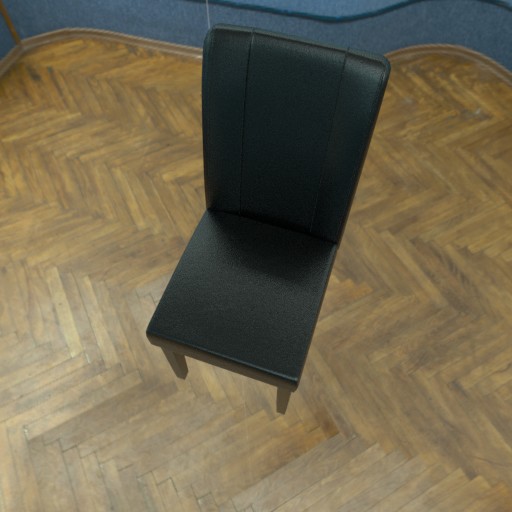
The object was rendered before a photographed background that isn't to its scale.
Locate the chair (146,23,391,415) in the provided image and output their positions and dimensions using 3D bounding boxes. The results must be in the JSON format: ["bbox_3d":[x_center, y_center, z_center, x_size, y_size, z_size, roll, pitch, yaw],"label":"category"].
[{"bbox_3d":[0.000,0.000,1.151,0.399,0.897,0.556,16,60,10],"label":"chair"}]
